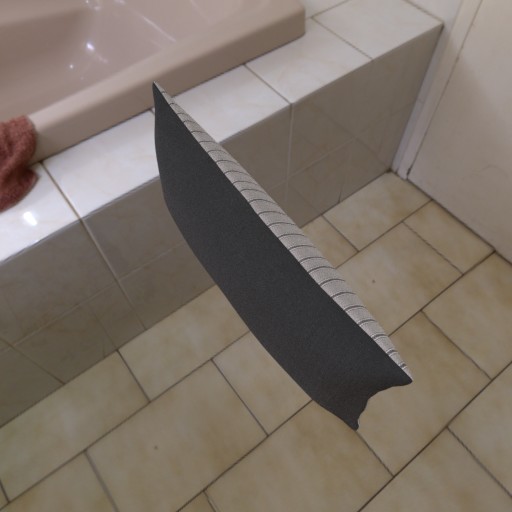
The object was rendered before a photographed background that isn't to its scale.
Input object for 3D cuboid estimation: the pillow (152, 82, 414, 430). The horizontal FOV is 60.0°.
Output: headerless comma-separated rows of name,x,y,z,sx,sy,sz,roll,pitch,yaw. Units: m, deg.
pillow,0.000,0.000,0.745,0.151,0.305,0.609,-31,64,-17
